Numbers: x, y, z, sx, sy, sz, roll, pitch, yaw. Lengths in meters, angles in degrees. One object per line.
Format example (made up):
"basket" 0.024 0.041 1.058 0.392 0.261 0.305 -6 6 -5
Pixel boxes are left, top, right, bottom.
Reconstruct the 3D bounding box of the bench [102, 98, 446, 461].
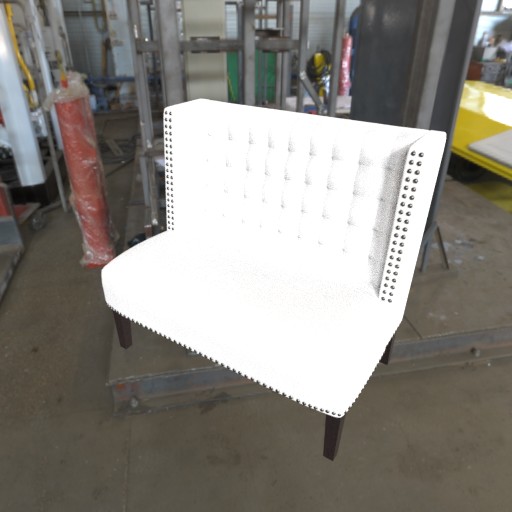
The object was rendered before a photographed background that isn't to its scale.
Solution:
"bench" 0.000 0.000 2.019 1.280 1.123 0.847 18 35 28
